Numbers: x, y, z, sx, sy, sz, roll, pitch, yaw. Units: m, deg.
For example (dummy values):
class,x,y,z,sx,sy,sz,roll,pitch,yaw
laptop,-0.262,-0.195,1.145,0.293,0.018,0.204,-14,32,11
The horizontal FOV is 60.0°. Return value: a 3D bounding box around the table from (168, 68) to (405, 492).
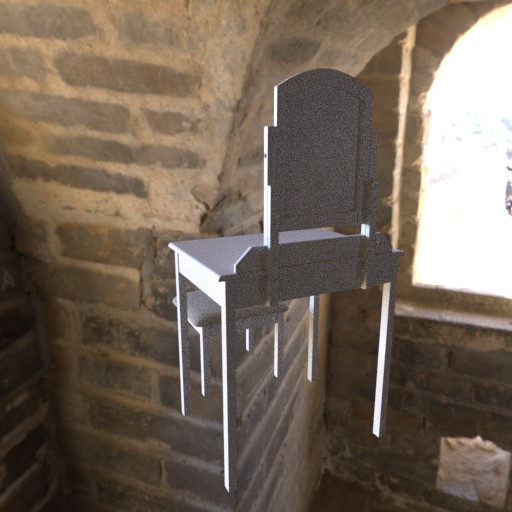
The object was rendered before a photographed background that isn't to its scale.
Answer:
class,x,y,z,sx,sy,sz,roll,pitch,yaw
table,0.000,0.000,2.278,0.876,1.631,1.211,-7,15,-26
